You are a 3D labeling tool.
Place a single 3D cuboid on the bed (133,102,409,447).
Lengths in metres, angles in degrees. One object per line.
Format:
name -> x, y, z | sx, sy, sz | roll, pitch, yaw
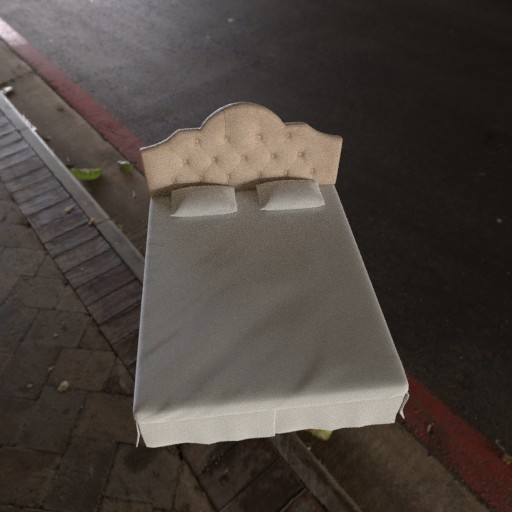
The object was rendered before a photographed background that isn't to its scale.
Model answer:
bed -> 0.000, 0.000, 2.963 | 1.667, 1.194, 1.970 | -5, 47, -4
